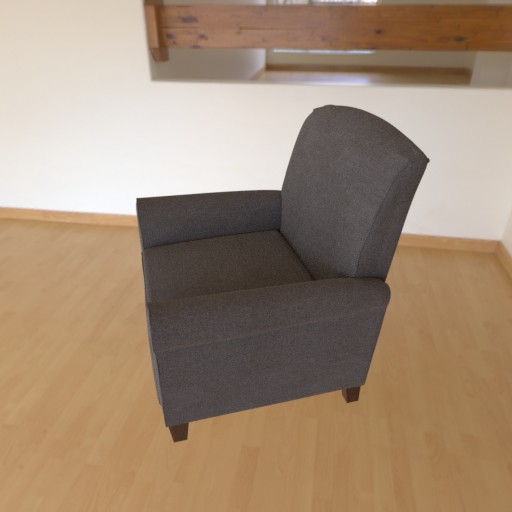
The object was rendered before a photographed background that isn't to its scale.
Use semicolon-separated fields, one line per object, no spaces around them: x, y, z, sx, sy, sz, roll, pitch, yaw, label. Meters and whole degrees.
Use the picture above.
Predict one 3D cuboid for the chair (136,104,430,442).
0.000;0.000;1.754;0.905;1.061;0.978;-8;31;-13;chair
